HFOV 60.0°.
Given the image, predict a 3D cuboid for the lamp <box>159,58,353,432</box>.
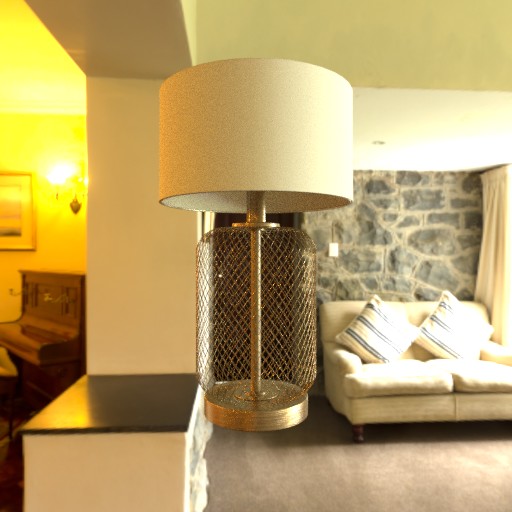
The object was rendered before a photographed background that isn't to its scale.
[{"bbox_3d":[0.000,0.000,0.822,0.353,0.578,0.353,0,0,0],"label":"lamp"}]
